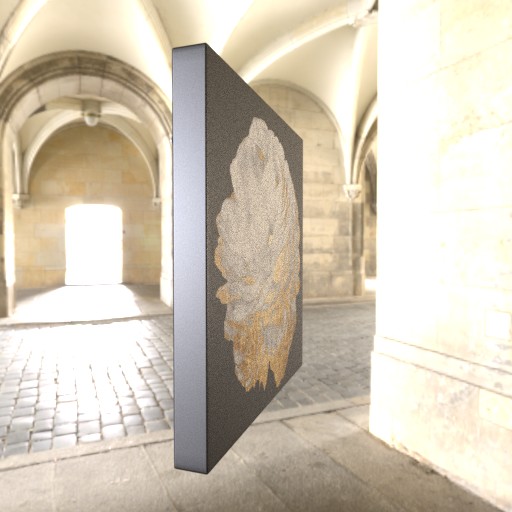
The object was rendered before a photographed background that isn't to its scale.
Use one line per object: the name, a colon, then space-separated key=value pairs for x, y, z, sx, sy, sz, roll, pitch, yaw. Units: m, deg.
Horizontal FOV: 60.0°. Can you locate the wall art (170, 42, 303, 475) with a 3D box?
wall art: x=0.000 y=0.000 z=0.612 sx=0.041 sy=0.407 sz=0.406 roll=1 pitch=2 yaw=19
